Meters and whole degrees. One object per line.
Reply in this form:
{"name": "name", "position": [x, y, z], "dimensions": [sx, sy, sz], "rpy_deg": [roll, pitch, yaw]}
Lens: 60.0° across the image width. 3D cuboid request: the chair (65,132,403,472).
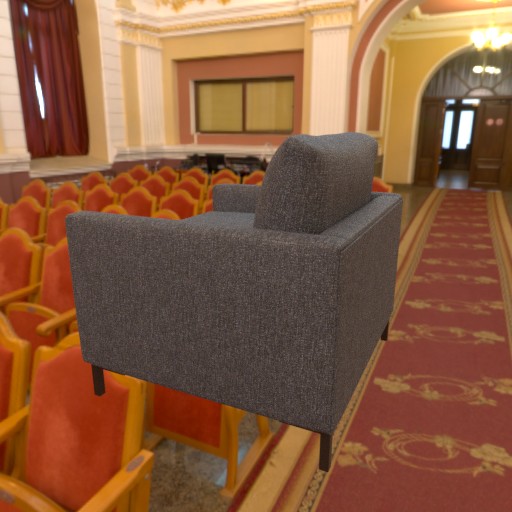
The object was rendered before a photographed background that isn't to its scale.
{"name": "chair", "position": [0.000, 0.000, 1.599], "dimensions": [0.866, 0.861, 0.963], "rpy_deg": [7, 17, 25]}
